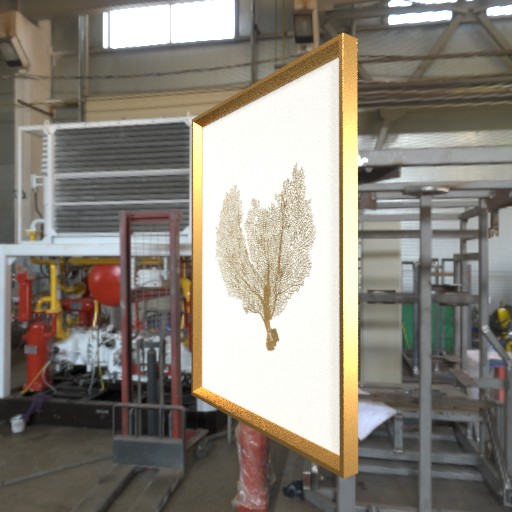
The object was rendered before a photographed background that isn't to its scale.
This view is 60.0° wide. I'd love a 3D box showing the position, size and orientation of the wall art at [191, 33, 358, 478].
[{"bbox_3d":[0.000,0.000,1.067,0.038,0.812,0.610,0,-1,-35],"label":"wall art"}]
